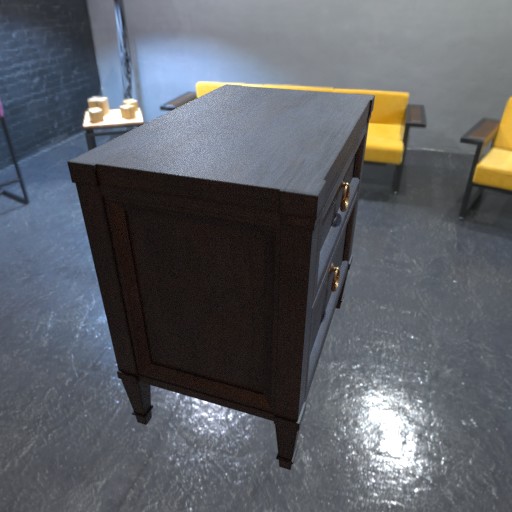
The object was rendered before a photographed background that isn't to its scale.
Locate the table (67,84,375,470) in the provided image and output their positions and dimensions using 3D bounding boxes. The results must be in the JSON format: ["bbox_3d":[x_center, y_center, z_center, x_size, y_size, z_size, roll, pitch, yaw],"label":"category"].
[{"bbox_3d":[0.000,0.000,1.092,0.413,0.660,0.660,11,33,16],"label":"table"}]
